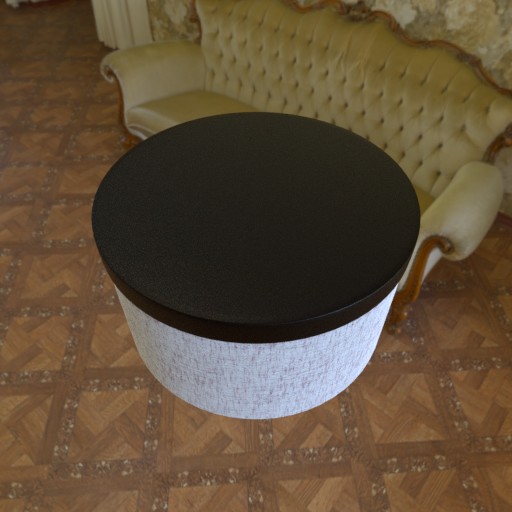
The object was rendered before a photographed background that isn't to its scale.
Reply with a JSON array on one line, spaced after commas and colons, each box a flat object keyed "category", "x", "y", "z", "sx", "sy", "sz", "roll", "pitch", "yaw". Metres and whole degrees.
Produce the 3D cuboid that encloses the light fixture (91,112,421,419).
[{"category": "light fixture", "x": 0.000, "y": 0.000, "z": 0.621, "sx": 0.389, "sy": 0.229, "sz": 0.389, "roll": 0, "pitch": 46, "yaw": 0}]
